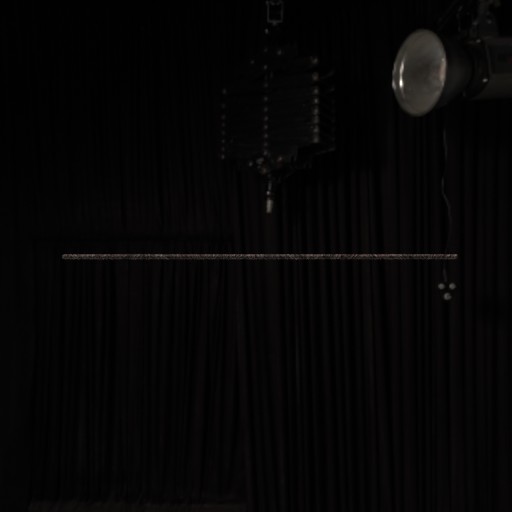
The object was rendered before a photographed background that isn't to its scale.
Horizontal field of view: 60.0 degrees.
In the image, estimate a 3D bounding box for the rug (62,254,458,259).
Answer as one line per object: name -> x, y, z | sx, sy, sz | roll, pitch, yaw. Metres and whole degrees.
rug -> 0.000, 0.000, 2.823 | 1.501, 0.017, 2.298 | 0, 0, -1
